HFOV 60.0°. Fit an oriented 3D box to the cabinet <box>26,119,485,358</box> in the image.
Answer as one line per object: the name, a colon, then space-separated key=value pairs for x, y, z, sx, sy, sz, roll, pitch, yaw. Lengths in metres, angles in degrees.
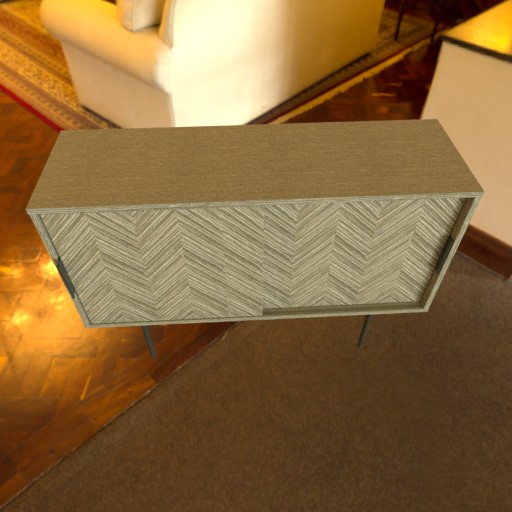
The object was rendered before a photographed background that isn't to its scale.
cabinet: x=0.000 y=0.000 z=1.553 sx=1.194 sy=0.787 sz=0.405 roll=-2 pitch=47 yaw=-2
